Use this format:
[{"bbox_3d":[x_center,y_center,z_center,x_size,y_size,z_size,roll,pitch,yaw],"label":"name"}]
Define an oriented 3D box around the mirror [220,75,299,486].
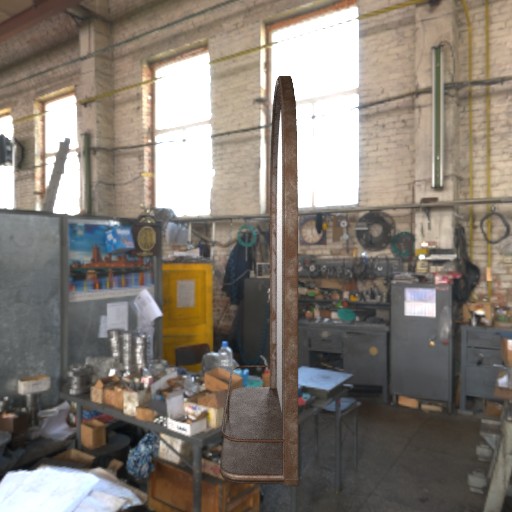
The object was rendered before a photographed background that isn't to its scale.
[{"bbox_3d":[0.000,0.000,0.995,0.137,0.770,0.510,0,0,-1],"label":"mirror"}]
